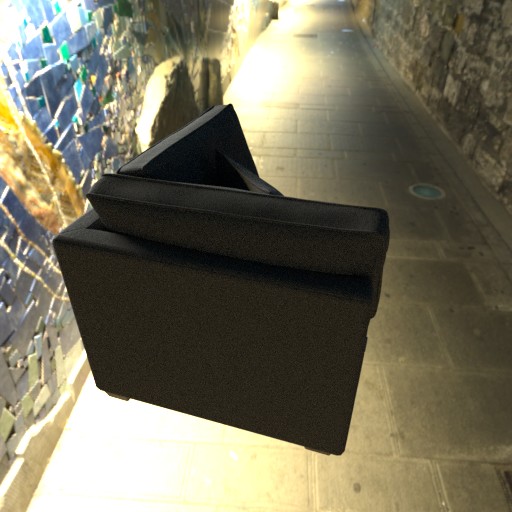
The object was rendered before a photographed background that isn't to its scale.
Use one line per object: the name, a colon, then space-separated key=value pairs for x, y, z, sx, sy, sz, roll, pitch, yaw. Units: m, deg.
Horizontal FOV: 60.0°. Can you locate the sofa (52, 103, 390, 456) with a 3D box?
sofa: x=0.000 y=0.000 z=1.961 sx=1.084 sy=1.002 sz=1.146 roll=10 pitch=35 yaw=15
